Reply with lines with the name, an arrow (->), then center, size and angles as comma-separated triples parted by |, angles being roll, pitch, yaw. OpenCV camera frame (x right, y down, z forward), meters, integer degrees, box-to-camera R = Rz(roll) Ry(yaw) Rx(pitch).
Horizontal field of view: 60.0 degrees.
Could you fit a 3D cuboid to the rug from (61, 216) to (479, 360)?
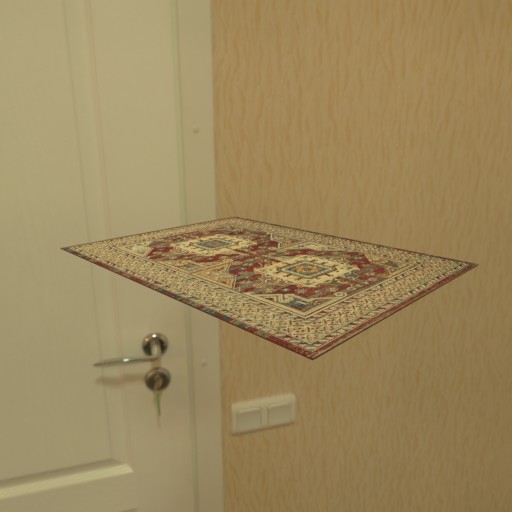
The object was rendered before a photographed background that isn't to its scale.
rug -> 0.000, 0.000, 4.199 | 3.197, 0.013, 2.381 | 15, 22, 43
